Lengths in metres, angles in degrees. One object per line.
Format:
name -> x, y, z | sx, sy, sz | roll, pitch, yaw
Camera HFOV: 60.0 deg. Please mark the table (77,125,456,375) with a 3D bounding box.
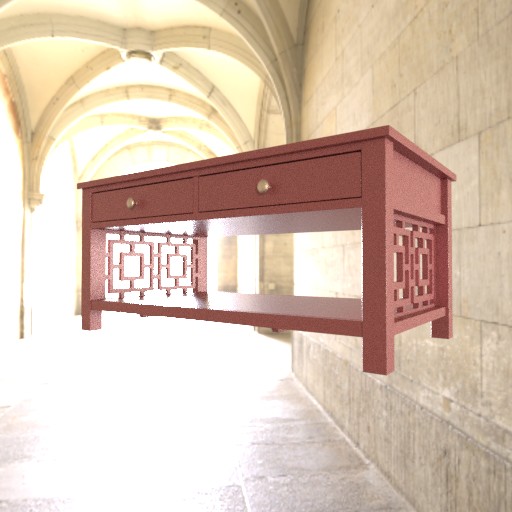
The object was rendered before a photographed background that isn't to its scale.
table -> 0.000, 0.000, 1.413 | 1.068, 0.493, 0.612 | -1, -1, 36
